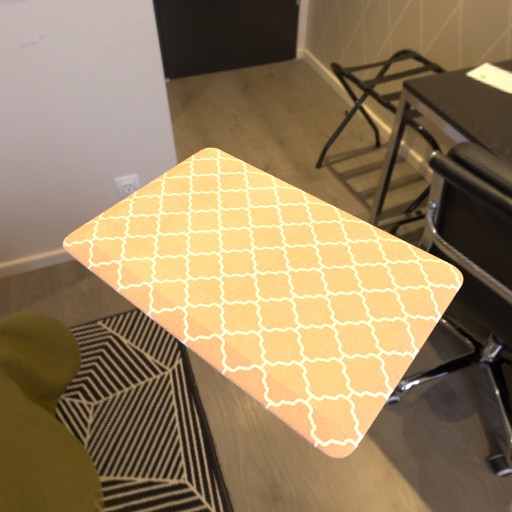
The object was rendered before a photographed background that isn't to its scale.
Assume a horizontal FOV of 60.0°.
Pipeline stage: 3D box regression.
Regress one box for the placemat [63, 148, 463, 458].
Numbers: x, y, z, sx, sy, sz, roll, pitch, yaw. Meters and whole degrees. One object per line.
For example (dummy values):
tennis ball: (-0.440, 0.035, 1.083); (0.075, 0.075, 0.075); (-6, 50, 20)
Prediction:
placemat: (0.000, 0.000, 0.973); (0.762, 0.021, 0.508); (31, 55, 25)
